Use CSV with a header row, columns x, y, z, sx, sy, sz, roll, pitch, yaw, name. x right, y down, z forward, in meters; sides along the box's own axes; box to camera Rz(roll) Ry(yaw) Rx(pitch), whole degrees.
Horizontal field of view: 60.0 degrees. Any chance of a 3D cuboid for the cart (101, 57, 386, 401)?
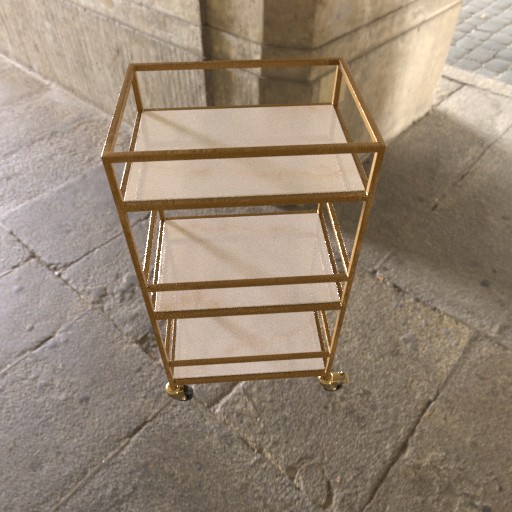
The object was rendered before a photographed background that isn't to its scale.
x,y,z,sx,sy,sz,roll,pitch,yaw,name
0.000,0.000,1.010,0.483,0.761,0.332,-3,47,-3,cart
